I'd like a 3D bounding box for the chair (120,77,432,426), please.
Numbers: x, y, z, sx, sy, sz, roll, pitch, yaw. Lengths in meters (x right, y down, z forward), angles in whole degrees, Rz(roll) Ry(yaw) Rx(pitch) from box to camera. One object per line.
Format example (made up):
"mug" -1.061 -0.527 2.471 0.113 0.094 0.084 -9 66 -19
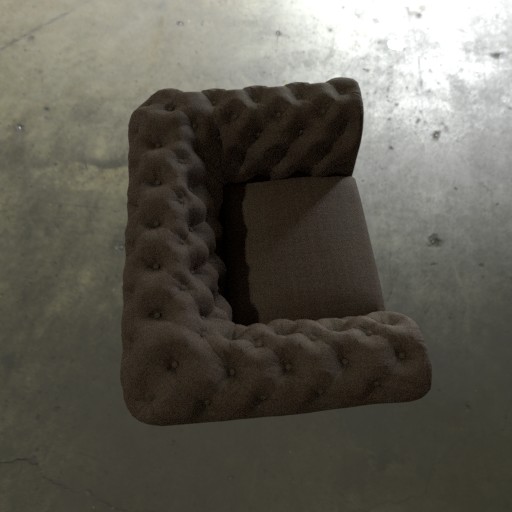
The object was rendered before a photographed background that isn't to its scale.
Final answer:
"chair" 0.000 0.000 1.827 0.945 0.780 1.298 -5 65 -2
